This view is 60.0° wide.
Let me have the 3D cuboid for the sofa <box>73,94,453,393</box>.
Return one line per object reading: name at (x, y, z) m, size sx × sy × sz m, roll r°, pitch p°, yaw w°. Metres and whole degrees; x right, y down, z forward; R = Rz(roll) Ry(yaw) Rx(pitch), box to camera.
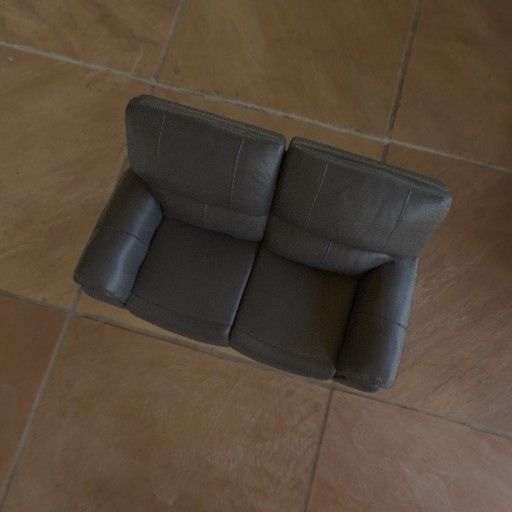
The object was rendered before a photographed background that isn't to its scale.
sofa at (0.000, 0.000, 2.505) m, size 1.765 × 1.111 × 1.104 m, roll 18°, pitch 78°, yaw 4°
